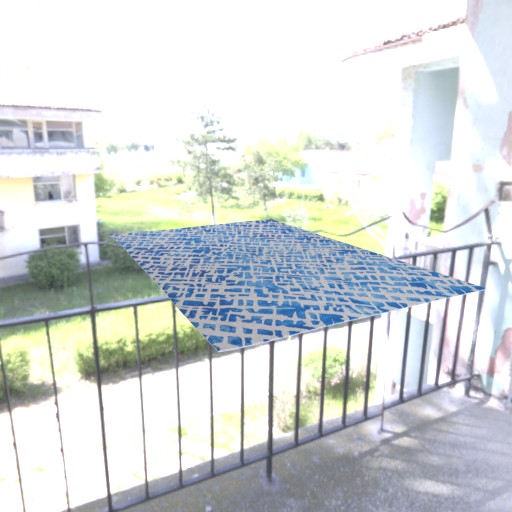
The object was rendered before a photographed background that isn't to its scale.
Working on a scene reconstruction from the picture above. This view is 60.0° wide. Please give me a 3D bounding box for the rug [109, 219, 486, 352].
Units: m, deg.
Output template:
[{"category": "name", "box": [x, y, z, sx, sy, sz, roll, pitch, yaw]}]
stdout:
[{"category": "rug", "box": [0.000, 0.000, 2.360, 1.209, 0.011, 1.830, -8, 17, -27]}]
